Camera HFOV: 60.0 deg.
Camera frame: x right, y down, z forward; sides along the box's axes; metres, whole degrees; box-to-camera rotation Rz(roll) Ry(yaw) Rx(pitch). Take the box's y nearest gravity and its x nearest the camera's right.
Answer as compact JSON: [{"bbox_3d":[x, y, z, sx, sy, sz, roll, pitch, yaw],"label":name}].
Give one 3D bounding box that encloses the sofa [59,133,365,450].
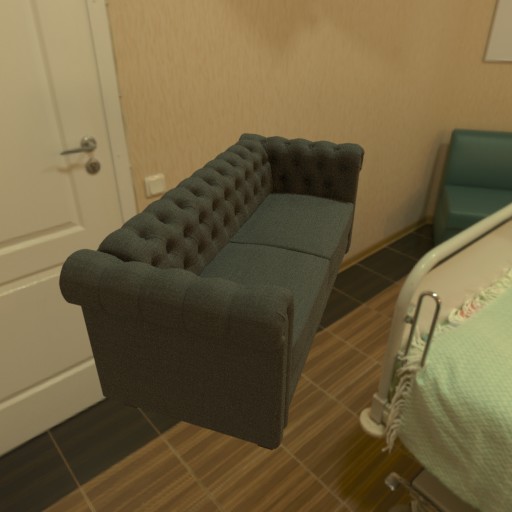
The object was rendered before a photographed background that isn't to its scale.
[{"bbox_3d":[0.000,0.000,2.251,0.783,0.797,1.798,10,32,17],"label":"sofa"}]
